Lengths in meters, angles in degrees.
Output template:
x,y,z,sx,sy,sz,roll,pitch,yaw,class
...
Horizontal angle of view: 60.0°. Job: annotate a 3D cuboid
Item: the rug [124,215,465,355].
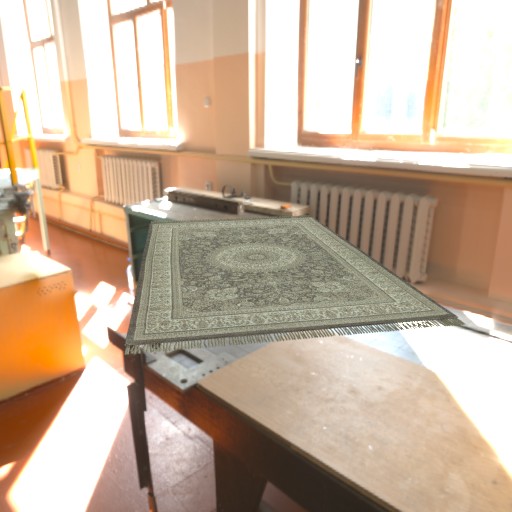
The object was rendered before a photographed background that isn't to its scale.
x,y,z,sx,sy,sz,roll,pitch,yaw,class
0.000,0.000,4.256,2.143,0.015,3.422,-3,17,-10,rug
